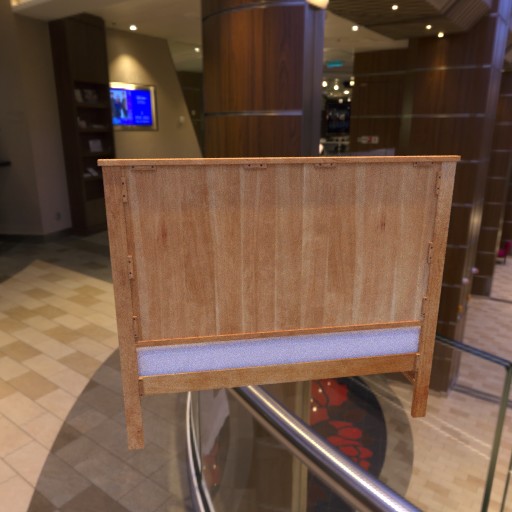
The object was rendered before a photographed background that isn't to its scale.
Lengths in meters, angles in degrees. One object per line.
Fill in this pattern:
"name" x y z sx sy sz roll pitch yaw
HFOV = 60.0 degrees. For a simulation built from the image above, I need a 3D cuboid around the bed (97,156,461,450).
"bed" 0.000 0.000 4.120 2.225 1.938 2.530 -3 16 -9
